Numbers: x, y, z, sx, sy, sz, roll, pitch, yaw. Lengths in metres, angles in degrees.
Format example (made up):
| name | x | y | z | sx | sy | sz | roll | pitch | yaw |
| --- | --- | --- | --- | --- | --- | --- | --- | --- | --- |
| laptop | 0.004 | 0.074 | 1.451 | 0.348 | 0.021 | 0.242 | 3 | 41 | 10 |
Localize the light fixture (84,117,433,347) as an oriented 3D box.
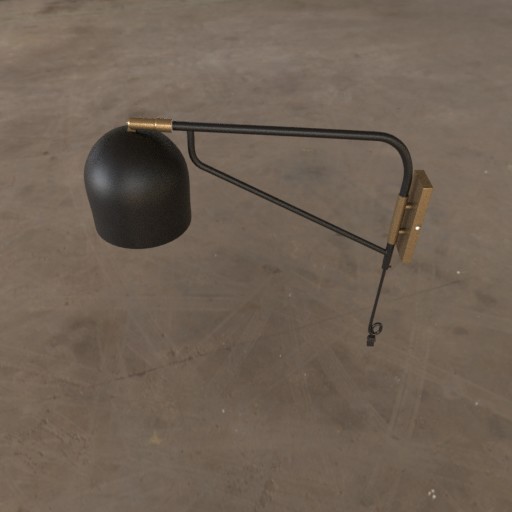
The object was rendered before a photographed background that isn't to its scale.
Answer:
| name | x | y | z | sx | sy | sz | roll | pitch | yaw |
| --- | --- | --- | --- | --- | --- | --- | --- | --- | --- |
| light fixture | 0.000 | 0.000 | 1.074 | 0.720 | 0.696 | 0.215 | 1 | 41 | 1 |
